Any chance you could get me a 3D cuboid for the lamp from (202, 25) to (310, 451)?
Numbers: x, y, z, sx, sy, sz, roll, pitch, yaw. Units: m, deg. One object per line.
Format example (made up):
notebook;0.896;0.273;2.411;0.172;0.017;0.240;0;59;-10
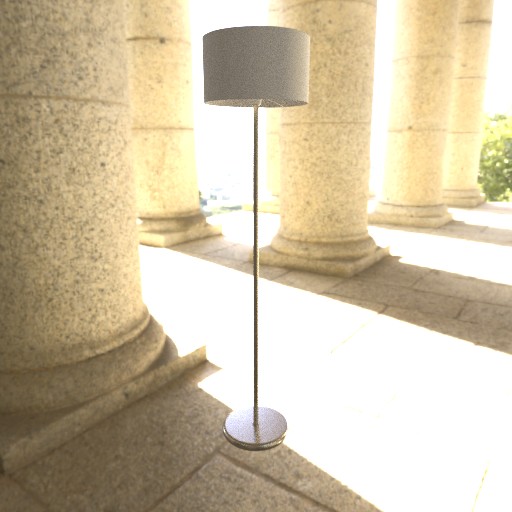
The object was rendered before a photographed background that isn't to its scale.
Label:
lamp;0.000;0.000;1.607;0.347;1.443;0.347;2;14;7
